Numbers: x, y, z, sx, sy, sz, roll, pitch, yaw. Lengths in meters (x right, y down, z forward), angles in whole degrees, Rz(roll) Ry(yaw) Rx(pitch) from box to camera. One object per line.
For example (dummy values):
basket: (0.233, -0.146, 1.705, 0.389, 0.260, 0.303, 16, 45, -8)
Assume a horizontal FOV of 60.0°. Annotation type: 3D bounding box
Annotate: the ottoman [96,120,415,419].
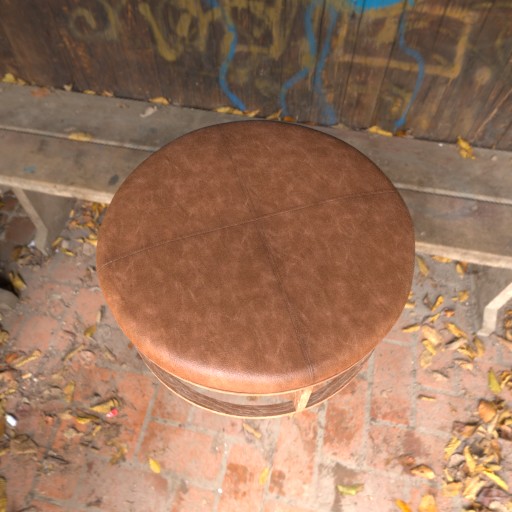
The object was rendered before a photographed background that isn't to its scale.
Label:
ottoman: (0.000, 0.000, 1.538, 1.006, 0.445, 1.006, 0, 59, 0)
